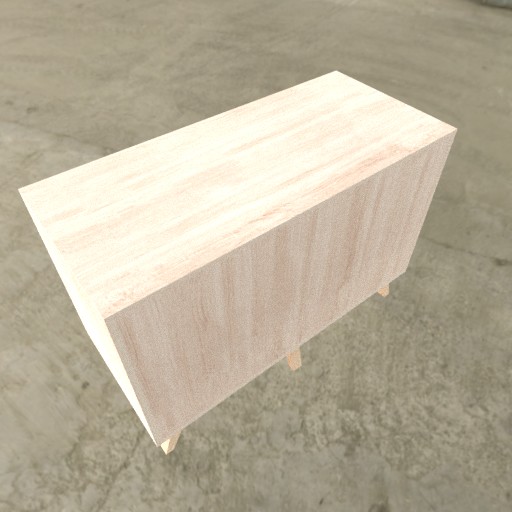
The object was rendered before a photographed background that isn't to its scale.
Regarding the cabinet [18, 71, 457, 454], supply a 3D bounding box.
[{"bbox_3d":[0.000,0.000,1.483,1.110,0.780,0.500,-29,53,-25],"label":"cabinet"}]
